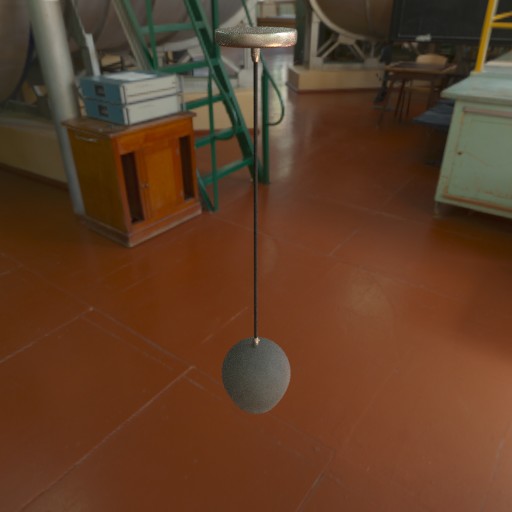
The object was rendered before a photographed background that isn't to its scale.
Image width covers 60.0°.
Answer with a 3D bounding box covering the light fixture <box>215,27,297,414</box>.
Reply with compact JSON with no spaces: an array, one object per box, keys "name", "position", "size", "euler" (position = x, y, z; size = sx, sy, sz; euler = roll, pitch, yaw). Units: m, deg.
[{"name":"light fixture","position":[0.000,0.000,0.834],"size":[0.153,0.760,0.153],"euler":[-10,32,-16]}]
